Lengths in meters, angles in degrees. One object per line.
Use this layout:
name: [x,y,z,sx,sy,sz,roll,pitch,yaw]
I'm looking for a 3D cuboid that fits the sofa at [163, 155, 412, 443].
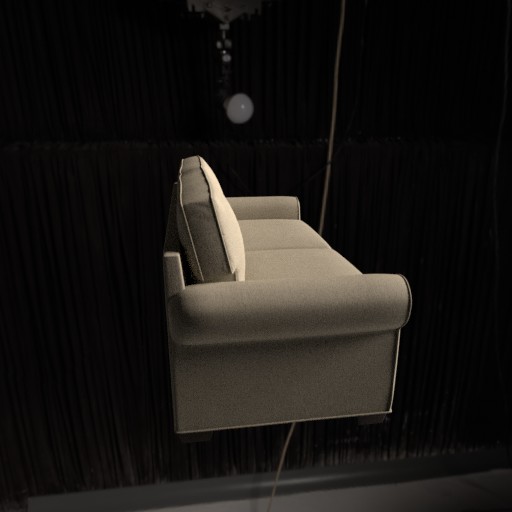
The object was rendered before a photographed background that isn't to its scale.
sofa: [0.000,0.000,2.326,0.861,0.933,1.774,-3,18,-8]
